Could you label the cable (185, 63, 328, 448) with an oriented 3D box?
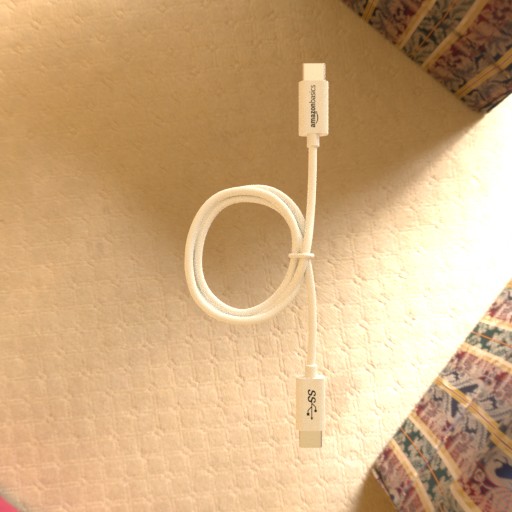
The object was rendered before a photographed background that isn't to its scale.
[{"bbox_3d":[0.000,0.000,0.213,0.070,0.014,0.186,0,90,1],"label":"cable"}]
